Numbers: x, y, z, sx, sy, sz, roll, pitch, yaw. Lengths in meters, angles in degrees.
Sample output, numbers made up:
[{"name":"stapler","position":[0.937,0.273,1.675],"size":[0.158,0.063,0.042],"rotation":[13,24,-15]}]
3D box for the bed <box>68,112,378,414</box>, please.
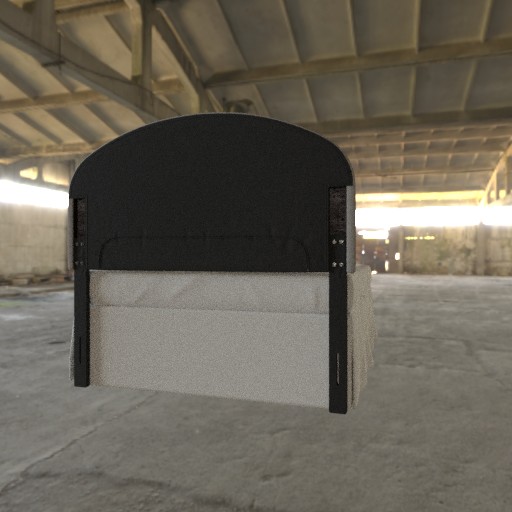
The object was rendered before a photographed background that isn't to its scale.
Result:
[{"name":"bed","position":[0.000,0.000,3.127],"size":[1.607,1.410,2.005],"rotation":[0,0,17]}]
